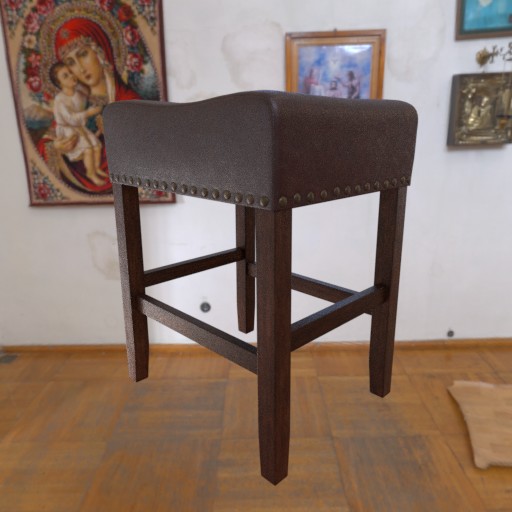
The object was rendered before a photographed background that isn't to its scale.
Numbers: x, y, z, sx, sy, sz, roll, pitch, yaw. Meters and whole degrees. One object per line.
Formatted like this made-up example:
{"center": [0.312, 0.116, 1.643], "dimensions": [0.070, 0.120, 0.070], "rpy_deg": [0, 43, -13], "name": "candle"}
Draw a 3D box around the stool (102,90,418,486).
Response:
{"center": [0.000, 0.000, 0.914], "dimensions": [0.465, 0.608, 0.397], "rpy_deg": [16, 23, 43], "name": "stool"}
